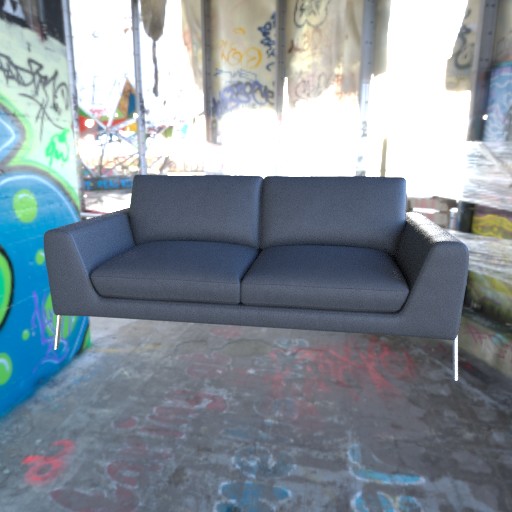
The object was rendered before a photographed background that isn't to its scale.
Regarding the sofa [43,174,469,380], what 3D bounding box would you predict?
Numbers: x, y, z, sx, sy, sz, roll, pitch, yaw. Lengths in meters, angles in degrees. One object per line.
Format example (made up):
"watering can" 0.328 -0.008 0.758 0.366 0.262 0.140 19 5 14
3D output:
"sofa" 0.000 0.000 2.517 2.017 0.875 0.953 2 14 9
